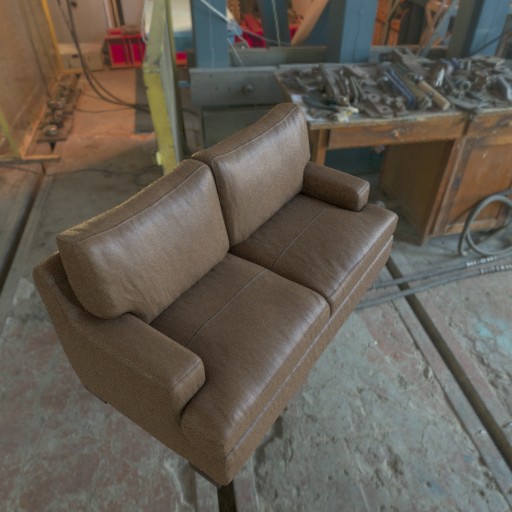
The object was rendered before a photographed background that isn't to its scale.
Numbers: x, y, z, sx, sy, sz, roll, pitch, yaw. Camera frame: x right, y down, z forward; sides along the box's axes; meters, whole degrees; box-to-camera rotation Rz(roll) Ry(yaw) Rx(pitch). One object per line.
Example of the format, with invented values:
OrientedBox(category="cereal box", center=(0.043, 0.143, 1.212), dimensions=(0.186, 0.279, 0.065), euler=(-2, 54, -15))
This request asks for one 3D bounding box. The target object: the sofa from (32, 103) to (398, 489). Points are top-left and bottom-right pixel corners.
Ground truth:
OrientedBox(category="sofa", center=(0.000, 0.000, 2.334), dimensions=(0.962, 0.980, 1.855), euler=(24, 46, 26))
